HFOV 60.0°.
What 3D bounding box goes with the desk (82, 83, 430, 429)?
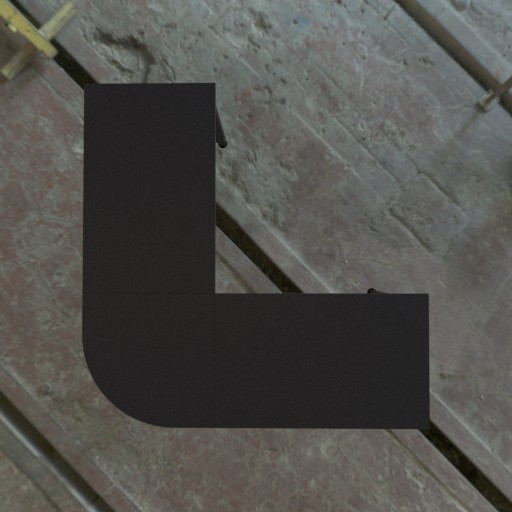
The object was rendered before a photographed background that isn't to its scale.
[{"bbox_3d":[0.000,0.000,2.174,1.400,0.762,1.400,0,89,1],"label":"desk"}]
